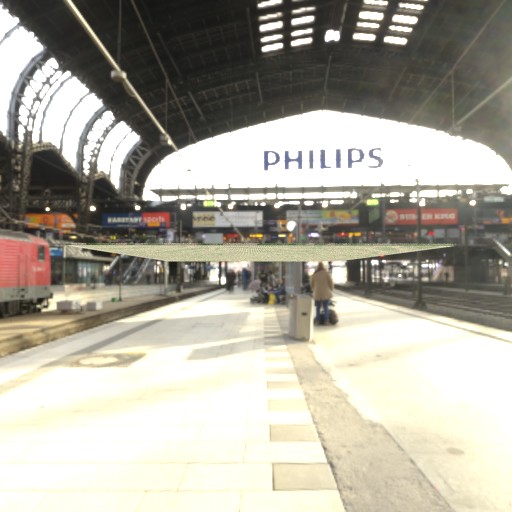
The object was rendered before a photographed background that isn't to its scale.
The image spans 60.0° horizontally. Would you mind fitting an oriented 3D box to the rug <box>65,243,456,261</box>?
[{"bbox_3d":[0.000,0.000,2.289,1.220,0.006,1.826,0,-2,-1],"label":"rug"}]
